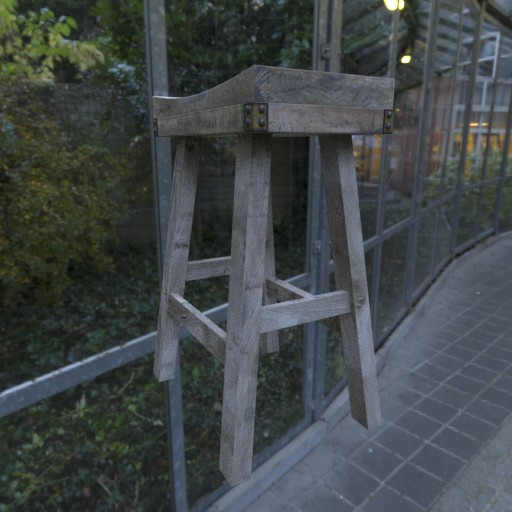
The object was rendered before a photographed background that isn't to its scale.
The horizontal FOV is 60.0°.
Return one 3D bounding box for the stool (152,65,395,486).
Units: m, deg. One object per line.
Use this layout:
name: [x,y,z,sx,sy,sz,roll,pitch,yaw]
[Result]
stool: [0.000,0.000,0.894,0.330,0.635,0.450,-8,16,-29]
